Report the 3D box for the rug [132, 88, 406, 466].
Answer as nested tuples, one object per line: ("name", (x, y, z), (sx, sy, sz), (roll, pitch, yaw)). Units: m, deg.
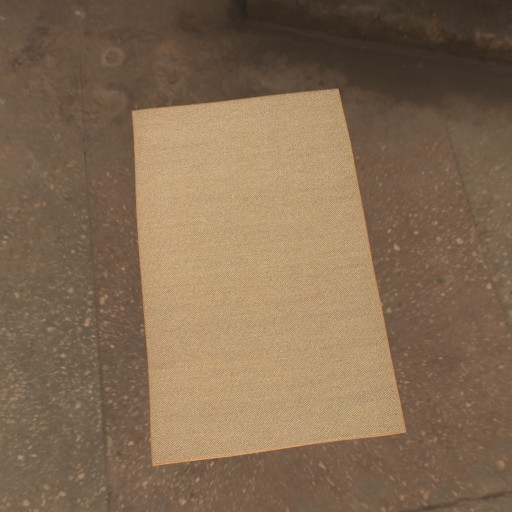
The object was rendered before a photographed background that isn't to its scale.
("rug", (0.000, 0.000, 2.057), (1.078, 0.013, 1.678), (-7, 75, -2))
